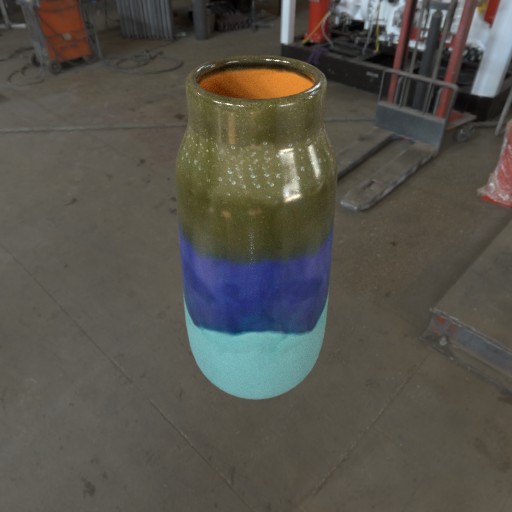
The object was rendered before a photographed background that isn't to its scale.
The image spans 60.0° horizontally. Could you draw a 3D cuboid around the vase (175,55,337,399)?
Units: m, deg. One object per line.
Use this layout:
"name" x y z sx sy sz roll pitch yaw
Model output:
"vase" 0.000 0.000 0.392 0.139 0.313 0.139 0 41 0
